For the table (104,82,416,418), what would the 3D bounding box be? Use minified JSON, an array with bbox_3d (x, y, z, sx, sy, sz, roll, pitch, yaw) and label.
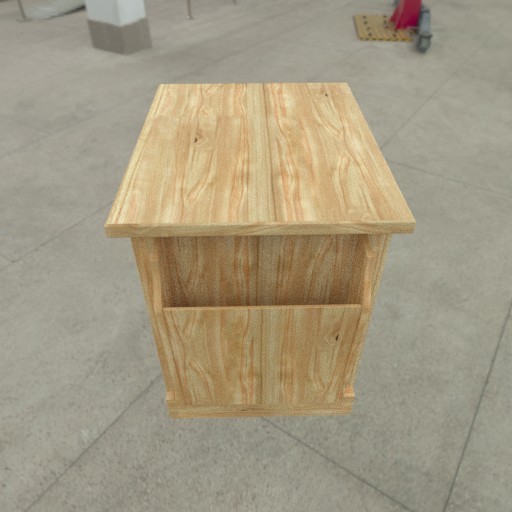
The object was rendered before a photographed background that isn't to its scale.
[{"bbox_3d":[0.000,0.000,0.883,0.380,0.515,0.530,-1,41,-1],"label":"table"}]
